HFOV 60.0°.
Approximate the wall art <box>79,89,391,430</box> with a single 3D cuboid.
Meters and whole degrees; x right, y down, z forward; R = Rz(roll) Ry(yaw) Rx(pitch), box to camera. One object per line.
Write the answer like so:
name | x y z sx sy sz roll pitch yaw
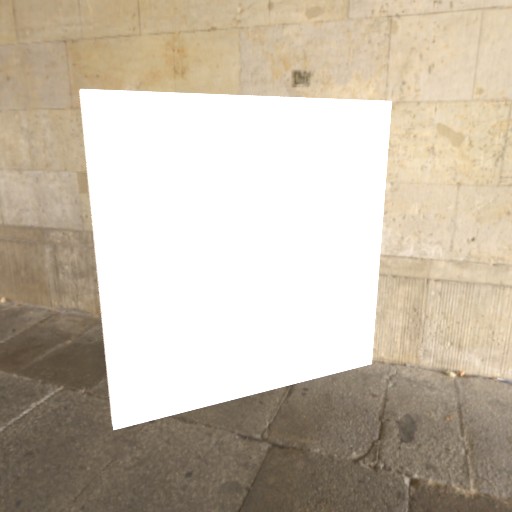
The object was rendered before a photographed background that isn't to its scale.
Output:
wall art | 0.000 0.000 0.824 0.559 0.559 0.028 -7 17 -24
